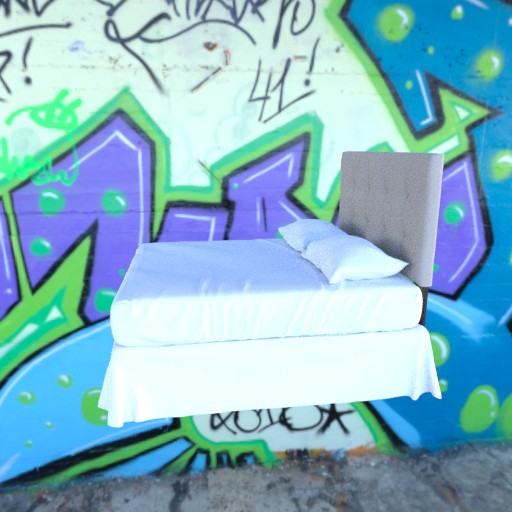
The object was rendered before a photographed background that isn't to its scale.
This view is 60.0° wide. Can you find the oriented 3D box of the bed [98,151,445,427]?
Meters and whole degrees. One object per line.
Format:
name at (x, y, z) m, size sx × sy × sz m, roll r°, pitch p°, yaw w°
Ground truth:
bed at (0.000, 0.000, 3.452) m, size 2.222 × 1.577 × 1.936 m, roll -2°, pitch 14°, yaw -8°
